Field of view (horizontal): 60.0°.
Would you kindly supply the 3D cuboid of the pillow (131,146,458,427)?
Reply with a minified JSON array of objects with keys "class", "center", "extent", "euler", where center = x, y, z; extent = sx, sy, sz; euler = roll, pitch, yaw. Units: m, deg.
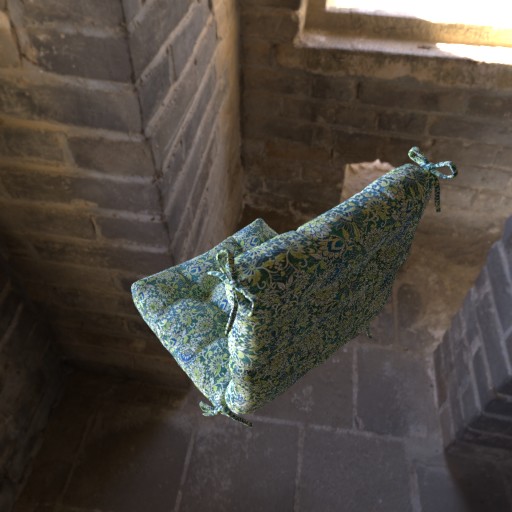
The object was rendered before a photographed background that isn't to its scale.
[{"class":"pillow","center":[0.000,0.000,1.038],"extent":[0.519,0.605,0.571],"euler":[-30,53,-26]}]
